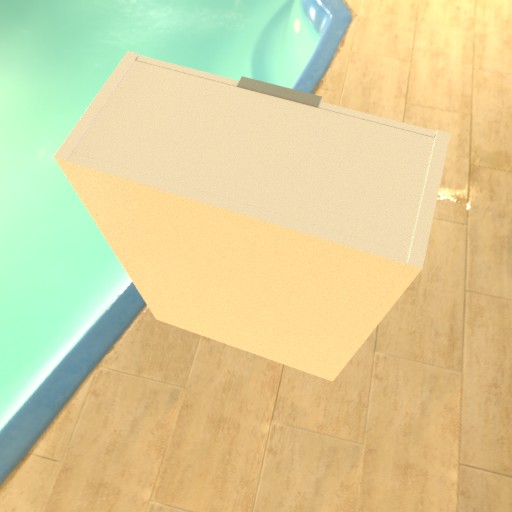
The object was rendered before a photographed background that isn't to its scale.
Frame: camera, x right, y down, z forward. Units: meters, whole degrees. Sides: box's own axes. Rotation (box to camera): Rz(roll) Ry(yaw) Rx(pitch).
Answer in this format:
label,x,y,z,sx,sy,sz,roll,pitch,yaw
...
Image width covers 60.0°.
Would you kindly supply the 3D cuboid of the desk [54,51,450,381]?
label,x,y,z,sx,sy,sz,roll,pitch,yaw
desk,0.000,0.000,1.570,0.850,1.190,0.390,18,65,9
